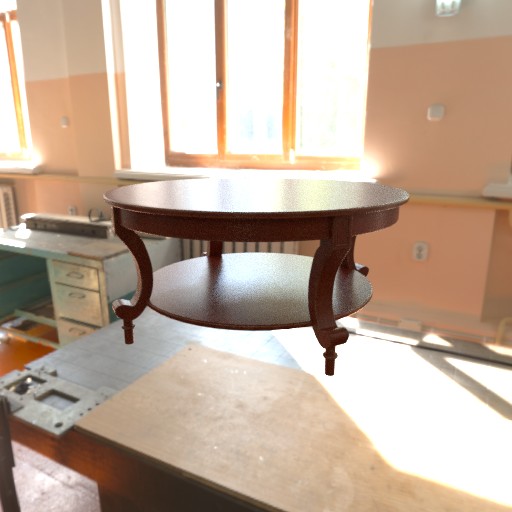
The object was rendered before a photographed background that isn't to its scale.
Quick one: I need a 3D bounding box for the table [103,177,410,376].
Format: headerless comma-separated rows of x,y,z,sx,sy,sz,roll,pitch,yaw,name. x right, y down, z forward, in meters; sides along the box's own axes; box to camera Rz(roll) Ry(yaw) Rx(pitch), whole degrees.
0.000,0.000,1.623,1.029,0.486,1.029,0,15,0,table
